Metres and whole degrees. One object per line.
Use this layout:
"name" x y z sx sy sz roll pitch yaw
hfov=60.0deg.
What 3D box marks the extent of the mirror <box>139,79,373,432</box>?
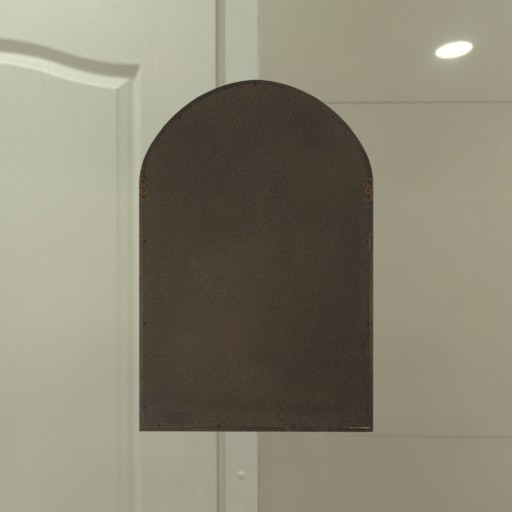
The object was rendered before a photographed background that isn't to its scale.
"mirror" 0.000 0.000 1.167 0.609 0.915 0.032 0 0 0
